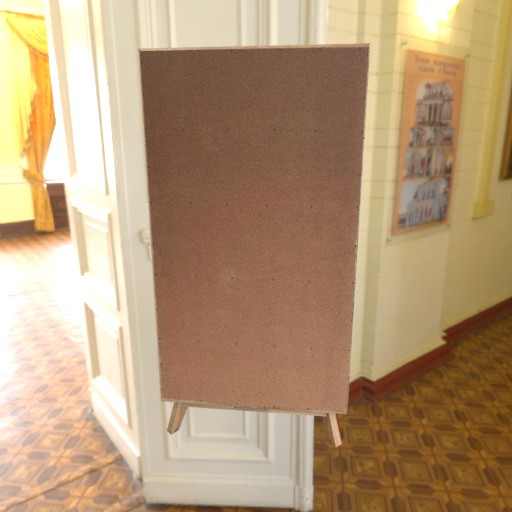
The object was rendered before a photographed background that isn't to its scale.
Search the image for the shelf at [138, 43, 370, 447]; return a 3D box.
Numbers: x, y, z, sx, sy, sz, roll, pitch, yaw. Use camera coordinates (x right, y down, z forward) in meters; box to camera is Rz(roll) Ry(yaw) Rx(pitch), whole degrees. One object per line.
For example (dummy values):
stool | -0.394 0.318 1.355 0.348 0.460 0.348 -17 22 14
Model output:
shelf | 0.000 0.000 1.747 0.748 1.471 0.308 2 15 6
